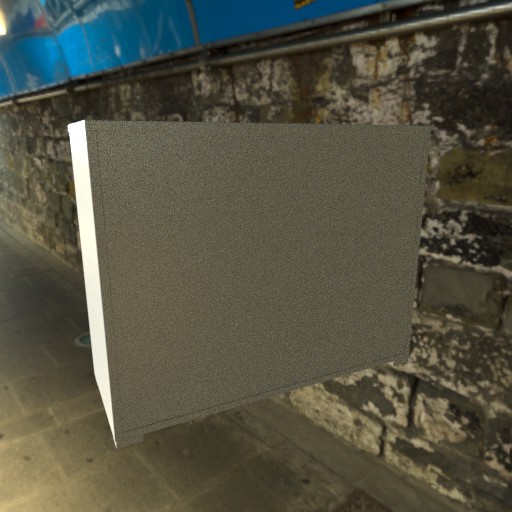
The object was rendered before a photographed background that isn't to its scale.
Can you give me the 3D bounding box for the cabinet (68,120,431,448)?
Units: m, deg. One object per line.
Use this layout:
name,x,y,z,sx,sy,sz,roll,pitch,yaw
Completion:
cabinet,0.000,0.000,1.412,1.000,0.800,0.400,-7,17,-26
